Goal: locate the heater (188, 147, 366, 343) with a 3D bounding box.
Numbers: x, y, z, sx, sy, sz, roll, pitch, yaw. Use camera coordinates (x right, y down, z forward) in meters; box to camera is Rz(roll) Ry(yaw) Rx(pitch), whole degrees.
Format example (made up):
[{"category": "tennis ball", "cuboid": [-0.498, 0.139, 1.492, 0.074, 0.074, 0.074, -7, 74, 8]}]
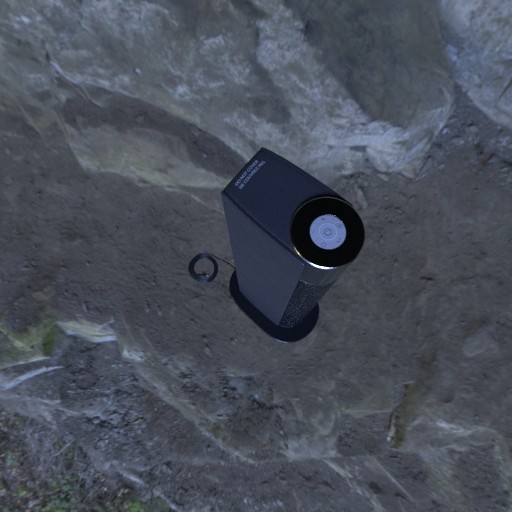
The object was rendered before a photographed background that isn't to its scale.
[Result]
[{"category": "heater", "cuboid": [0.000, 0.000, 1.069, 0.458, 0.856, 0.214, 38, 78, 9]}]
